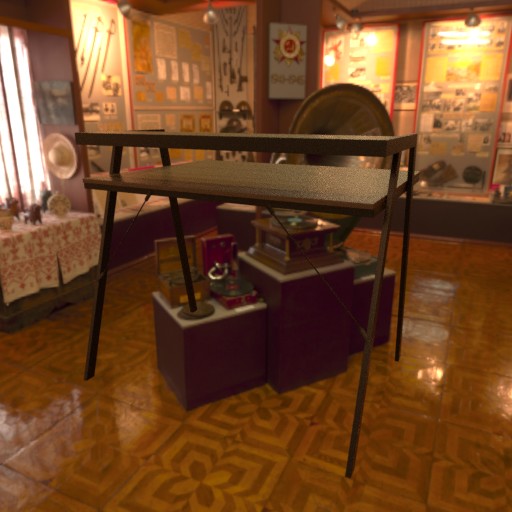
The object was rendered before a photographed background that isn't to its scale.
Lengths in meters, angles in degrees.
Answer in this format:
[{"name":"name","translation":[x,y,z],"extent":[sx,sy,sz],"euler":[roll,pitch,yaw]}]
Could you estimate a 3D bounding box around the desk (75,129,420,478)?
[{"name":"desk","translation":[0.000,0.000,1.852],"extent":[1.143,0.998,0.936],"euler":[9,20,26]}]
